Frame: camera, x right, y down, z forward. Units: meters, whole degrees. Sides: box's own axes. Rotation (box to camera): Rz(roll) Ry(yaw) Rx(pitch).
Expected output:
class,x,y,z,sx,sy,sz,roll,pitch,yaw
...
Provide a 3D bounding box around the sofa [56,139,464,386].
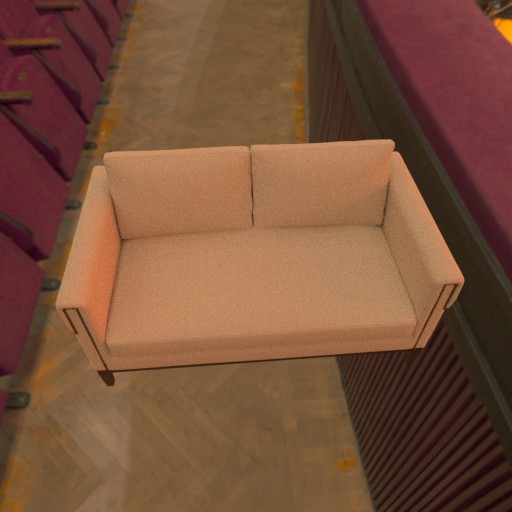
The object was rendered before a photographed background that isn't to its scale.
class,x,y,z,sx,sy,sz,roll,pitch,yaw
sofa,0.000,0.000,2.152,1.598,0.873,0.905,-3,48,-3
